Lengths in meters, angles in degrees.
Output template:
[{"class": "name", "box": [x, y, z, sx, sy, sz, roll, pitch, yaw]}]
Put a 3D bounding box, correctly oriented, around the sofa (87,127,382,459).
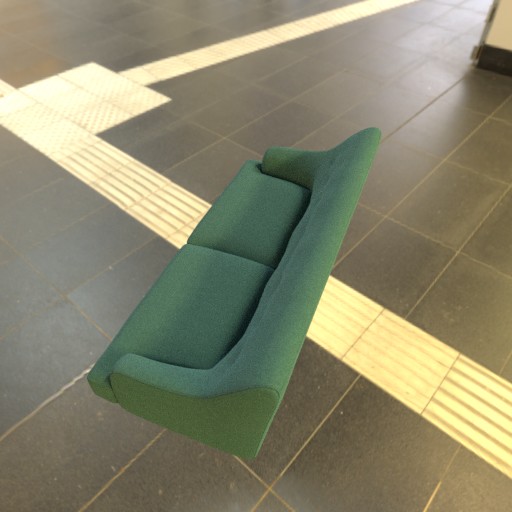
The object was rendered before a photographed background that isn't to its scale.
[{"class": "sofa", "box": [0.000, 0.000, 2.614, 0.978, 0.871, 2.057, 16, 48, 15]}]
